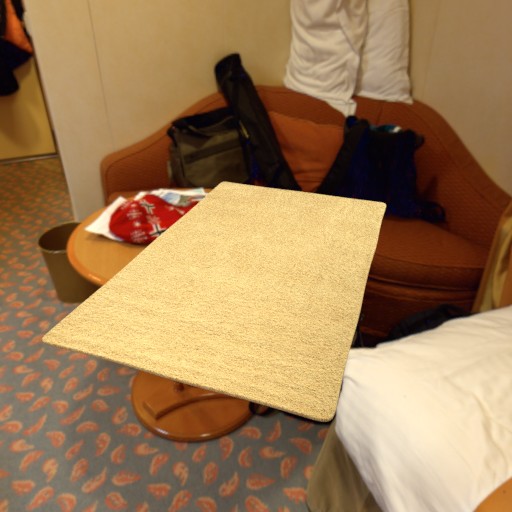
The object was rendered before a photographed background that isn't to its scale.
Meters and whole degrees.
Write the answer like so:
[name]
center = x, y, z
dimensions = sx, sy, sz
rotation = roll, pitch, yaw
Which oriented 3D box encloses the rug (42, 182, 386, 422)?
[rug]
center = 0.000, 0.000, 2.988
dimensions = 1.500, 0.025, 2.349
rotation = 10, 32, 17
